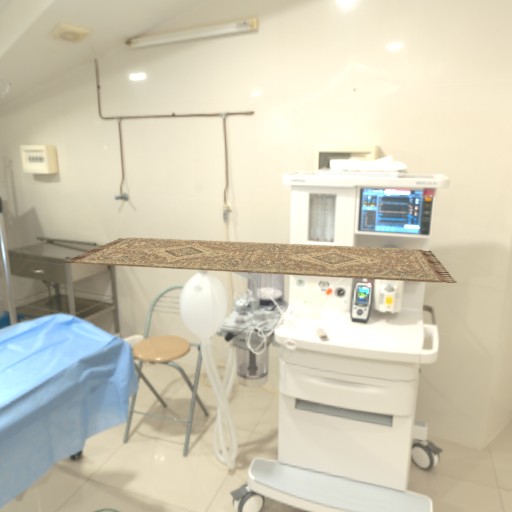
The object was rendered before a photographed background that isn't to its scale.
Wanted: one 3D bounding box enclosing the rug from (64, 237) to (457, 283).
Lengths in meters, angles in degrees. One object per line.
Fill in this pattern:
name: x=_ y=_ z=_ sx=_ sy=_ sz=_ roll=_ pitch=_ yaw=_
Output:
rug: x=0.000 y=0.000 z=2.861 sx=2.378 sy=0.018 sz=1.324 roll=7 pitch=16 yaw=26
